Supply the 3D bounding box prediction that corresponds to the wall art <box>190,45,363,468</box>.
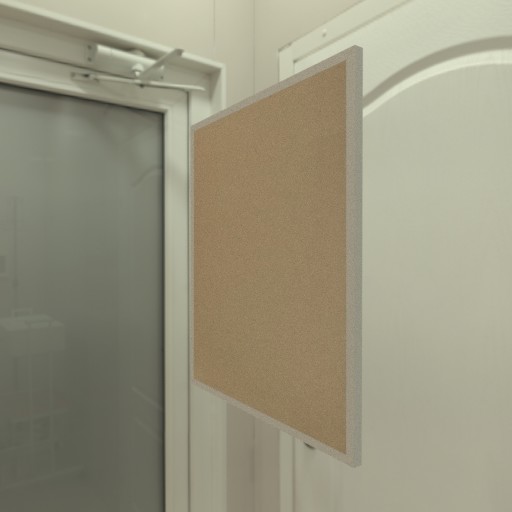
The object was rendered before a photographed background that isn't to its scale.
[{"bbox_3d":[0.000,0.000,0.636,0.013,0.456,0.382,0,1,-36],"label":"wall art"}]
